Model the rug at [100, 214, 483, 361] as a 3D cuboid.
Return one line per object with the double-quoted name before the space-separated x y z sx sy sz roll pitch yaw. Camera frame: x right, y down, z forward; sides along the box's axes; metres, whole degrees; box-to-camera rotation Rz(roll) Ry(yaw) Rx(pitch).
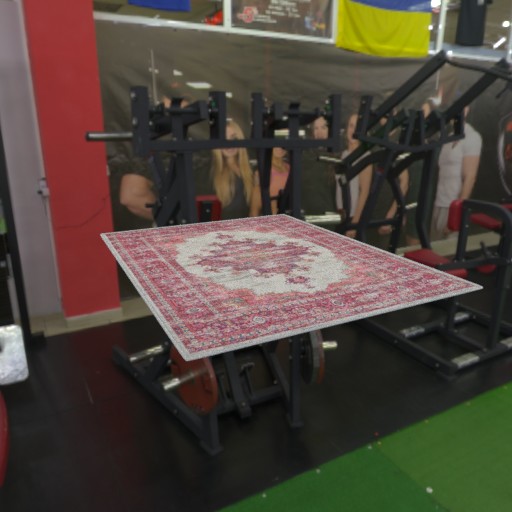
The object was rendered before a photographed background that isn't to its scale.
"rug" 0.000 0.000 4.289 2.447 0.017 3.123 -9 19 -26
